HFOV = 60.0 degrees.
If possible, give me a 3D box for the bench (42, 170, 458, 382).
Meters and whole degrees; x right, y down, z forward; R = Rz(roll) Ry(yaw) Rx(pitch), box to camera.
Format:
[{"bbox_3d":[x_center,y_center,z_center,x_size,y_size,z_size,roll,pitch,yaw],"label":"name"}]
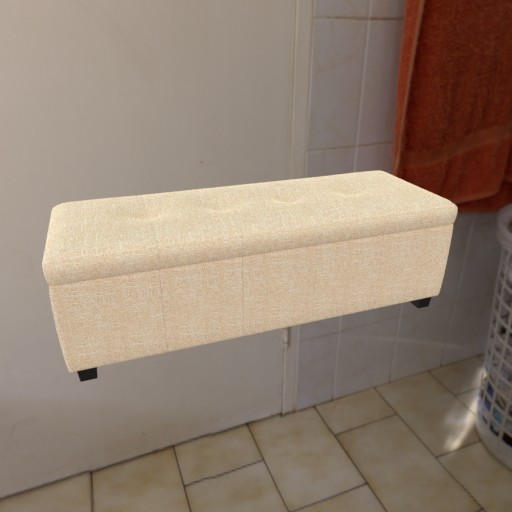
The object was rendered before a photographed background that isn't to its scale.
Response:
[{"bbox_3d":[0.000,0.000,1.472,1.219,0.406,0.432,-9,28,-17],"label":"bench"}]
